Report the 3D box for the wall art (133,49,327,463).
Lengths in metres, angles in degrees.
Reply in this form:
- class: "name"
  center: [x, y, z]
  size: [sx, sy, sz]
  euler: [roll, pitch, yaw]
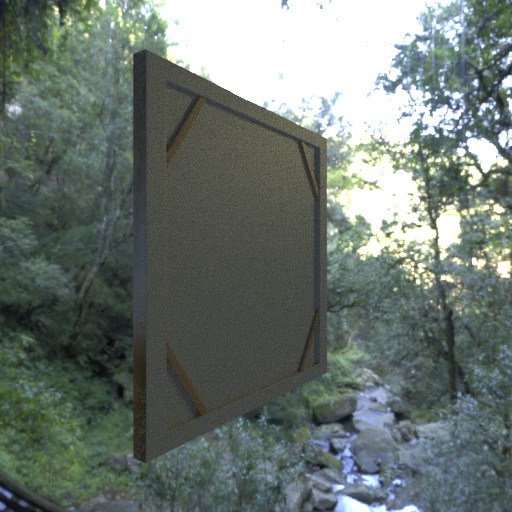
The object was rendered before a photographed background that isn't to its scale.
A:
- class: "wall art"
  center: [0.000, 0.000, 1.630]
  size: [0.051, 1.091, 1.092]
  euler: [0, 0, 35]
